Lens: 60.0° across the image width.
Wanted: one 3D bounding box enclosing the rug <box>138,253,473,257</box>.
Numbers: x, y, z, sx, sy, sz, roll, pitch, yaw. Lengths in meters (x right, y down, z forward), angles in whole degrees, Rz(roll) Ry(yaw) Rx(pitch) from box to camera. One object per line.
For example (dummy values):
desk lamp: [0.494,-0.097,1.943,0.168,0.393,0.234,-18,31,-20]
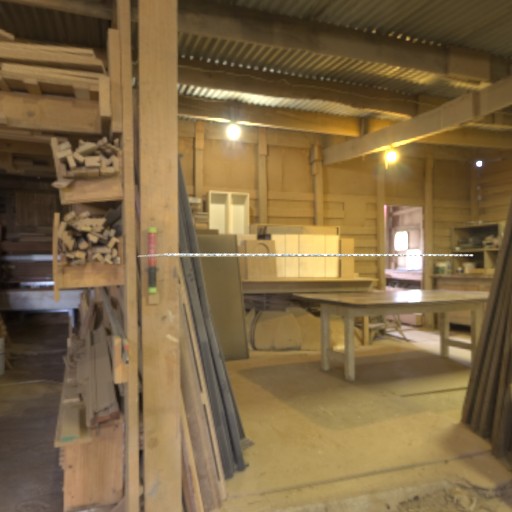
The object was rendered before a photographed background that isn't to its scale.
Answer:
rug: [0.000,0.000,3.160,1.524,0.010,2.438,0,0,-18]
